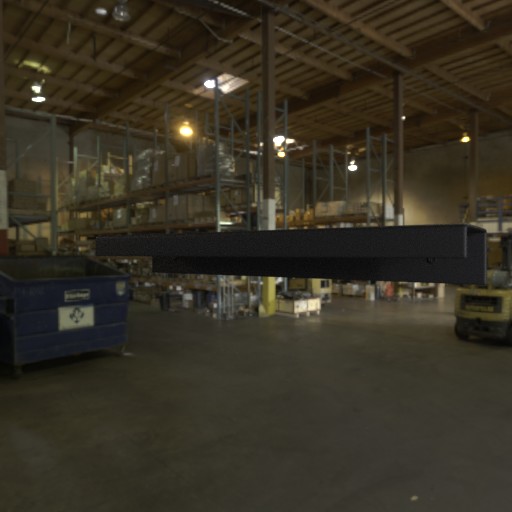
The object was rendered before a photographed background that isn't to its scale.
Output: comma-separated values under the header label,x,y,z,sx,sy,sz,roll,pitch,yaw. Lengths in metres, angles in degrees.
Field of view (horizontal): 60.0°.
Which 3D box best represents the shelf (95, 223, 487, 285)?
label,x,y,z,sx,sy,sz,roll,pitch,yaw
shelf,0.000,0.000,0.503,0.456,0.053,0.102,0,1,35
